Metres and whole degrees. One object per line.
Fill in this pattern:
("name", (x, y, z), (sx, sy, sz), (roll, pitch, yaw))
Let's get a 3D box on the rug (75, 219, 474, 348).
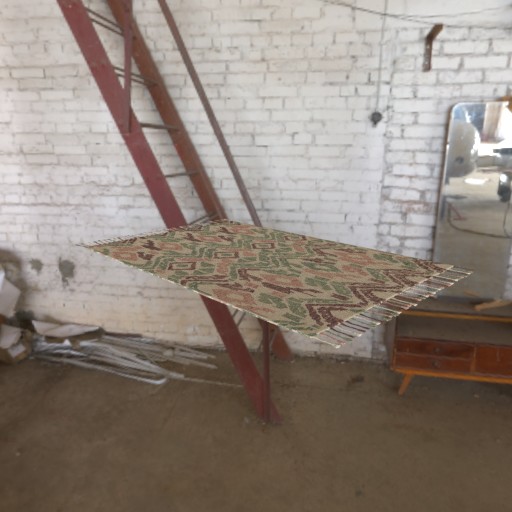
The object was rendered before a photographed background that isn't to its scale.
("rug", (0.000, 0.000, 3.098), (1.524, 0.011, 2.438), (-15, 21, -43))
